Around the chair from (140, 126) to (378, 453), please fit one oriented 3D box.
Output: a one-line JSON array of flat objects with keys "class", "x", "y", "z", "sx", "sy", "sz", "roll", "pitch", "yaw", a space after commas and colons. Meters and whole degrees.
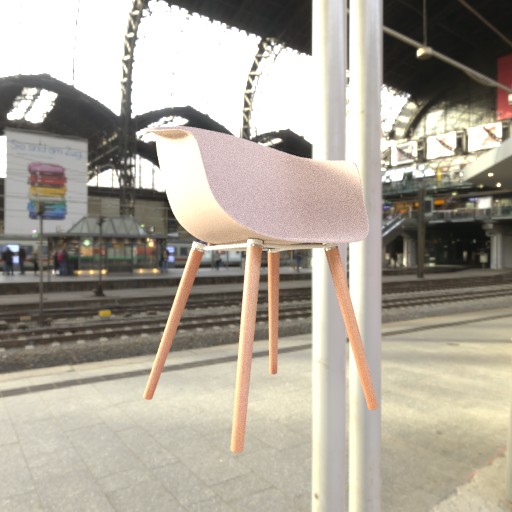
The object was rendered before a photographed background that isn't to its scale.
[{"class": "chair", "x": 0.000, "y": 0.000, "z": 1.176, "sx": 0.593, "sy": 0.781, "sz": 0.504, "roll": 0, "pitch": 0, "yaw": -36}]
